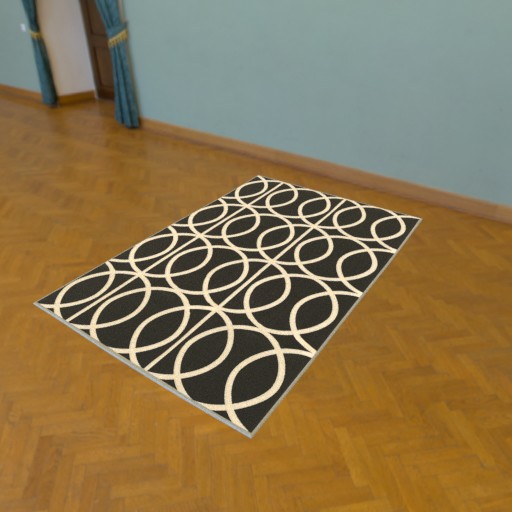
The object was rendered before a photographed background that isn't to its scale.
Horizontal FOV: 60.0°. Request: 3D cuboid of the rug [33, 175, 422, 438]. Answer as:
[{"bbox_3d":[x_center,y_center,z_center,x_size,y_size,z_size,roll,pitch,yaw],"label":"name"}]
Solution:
[{"bbox_3d":[0.000,0.000,2.946,1.528,0.014,2.294,20,38,28],"label":"rug"}]
